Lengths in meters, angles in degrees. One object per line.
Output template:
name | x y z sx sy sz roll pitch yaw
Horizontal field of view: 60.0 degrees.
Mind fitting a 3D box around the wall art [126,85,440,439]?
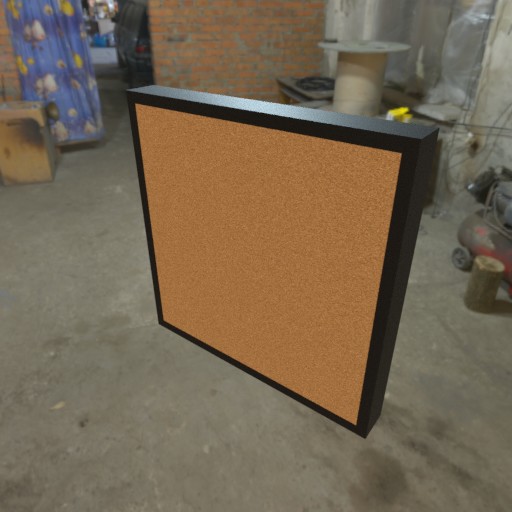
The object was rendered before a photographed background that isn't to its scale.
wall art | 0.000 0.000 0.463 0.305 0.304 0.038 21 36 31
